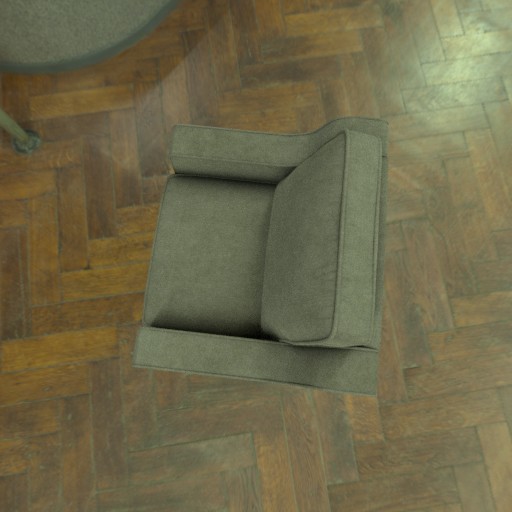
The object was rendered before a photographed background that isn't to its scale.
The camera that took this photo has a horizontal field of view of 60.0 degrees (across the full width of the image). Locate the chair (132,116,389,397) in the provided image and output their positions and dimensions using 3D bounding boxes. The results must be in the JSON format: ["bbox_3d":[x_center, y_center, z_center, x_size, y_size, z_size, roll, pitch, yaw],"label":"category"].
[{"bbox_3d":[0.000,0.000,1.719,0.840,0.944,0.926,6,76,2],"label":"chair"}]
